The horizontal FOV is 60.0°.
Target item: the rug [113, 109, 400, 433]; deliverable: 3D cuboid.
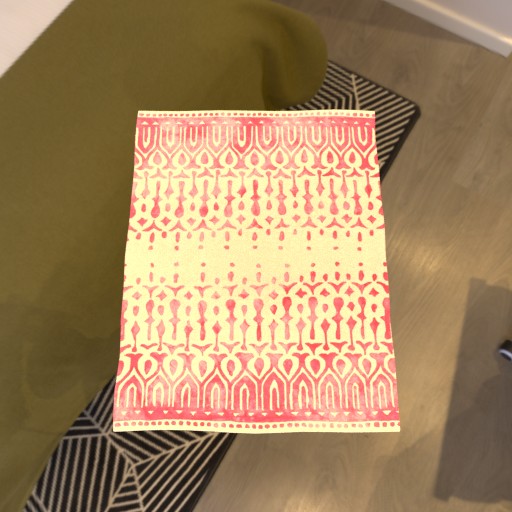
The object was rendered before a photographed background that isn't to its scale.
[{"bbox_3d":[0.000,0.000,4.134,2.441,0.016,3.095,0,75,0],"label":"rug"}]
